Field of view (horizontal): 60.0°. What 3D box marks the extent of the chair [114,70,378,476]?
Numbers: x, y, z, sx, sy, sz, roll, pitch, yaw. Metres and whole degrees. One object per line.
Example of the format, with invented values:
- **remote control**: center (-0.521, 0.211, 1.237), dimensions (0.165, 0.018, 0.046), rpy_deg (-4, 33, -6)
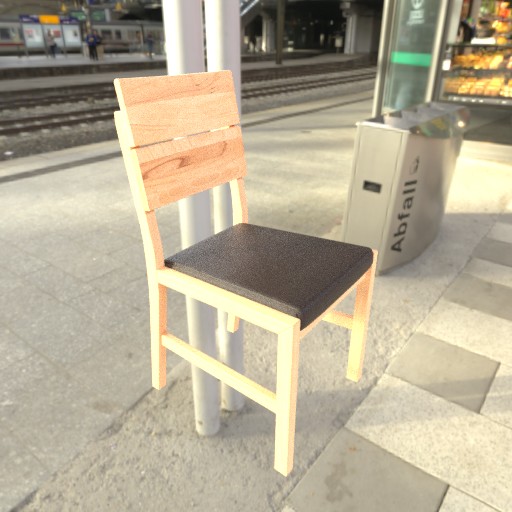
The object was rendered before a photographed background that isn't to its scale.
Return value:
- **chair**: center (0.000, 0.000, 1.273), dimensions (0.560, 0.950, 0.475), rpy_deg (18, 31, 32)
